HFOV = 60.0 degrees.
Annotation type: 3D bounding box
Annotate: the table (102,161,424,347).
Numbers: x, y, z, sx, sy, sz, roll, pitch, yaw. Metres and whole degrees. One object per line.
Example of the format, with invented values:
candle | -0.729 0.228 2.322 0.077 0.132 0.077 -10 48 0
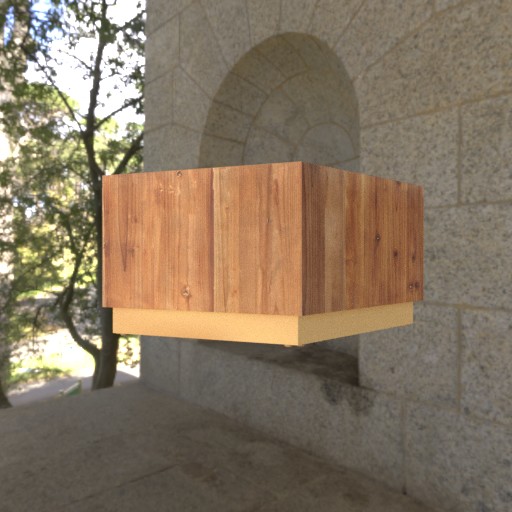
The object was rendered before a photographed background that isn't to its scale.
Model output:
table | 0.000 0.000 1.631 1.154 0.456 1.000 0 0 19
